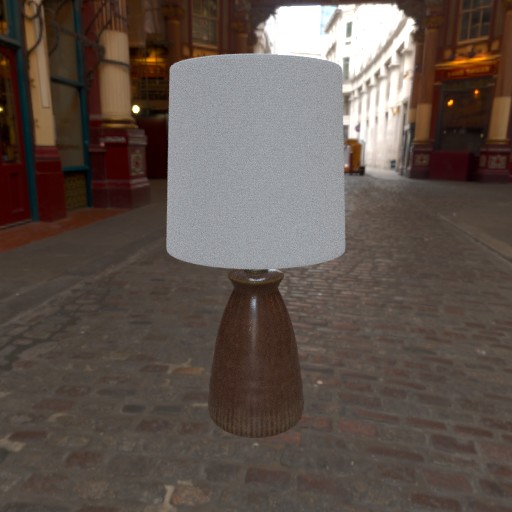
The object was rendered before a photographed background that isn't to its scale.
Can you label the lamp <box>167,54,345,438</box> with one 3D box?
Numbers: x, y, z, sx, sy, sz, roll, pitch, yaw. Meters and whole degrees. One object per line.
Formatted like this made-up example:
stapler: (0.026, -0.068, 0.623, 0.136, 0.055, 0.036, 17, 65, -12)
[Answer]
lamp: (0.000, 0.000, 0.473, 0.186, 0.369, 0.186, 0, 14, 0)
